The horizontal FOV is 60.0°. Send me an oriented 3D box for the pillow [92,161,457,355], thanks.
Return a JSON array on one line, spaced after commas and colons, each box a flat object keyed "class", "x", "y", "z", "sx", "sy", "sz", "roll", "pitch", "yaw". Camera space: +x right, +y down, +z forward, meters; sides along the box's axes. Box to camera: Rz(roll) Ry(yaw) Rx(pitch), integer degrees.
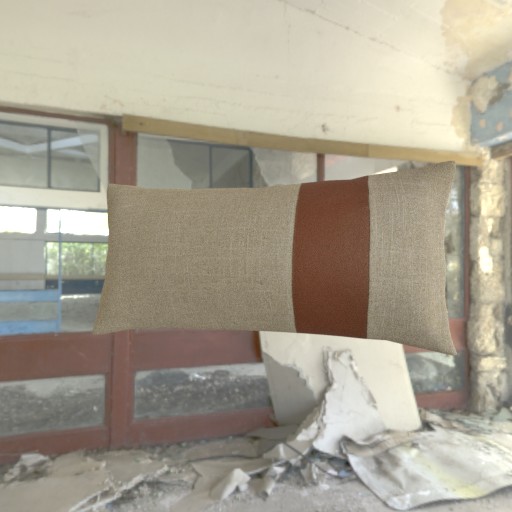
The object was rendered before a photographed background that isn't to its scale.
[{"class": "pillow", "x": 0.000, "y": 0.000, "z": 0.731, "sx": 0.612, "sy": 0.282, "sz": 0.155, "roll": 0, "pitch": -1, "yaw": 18}]
